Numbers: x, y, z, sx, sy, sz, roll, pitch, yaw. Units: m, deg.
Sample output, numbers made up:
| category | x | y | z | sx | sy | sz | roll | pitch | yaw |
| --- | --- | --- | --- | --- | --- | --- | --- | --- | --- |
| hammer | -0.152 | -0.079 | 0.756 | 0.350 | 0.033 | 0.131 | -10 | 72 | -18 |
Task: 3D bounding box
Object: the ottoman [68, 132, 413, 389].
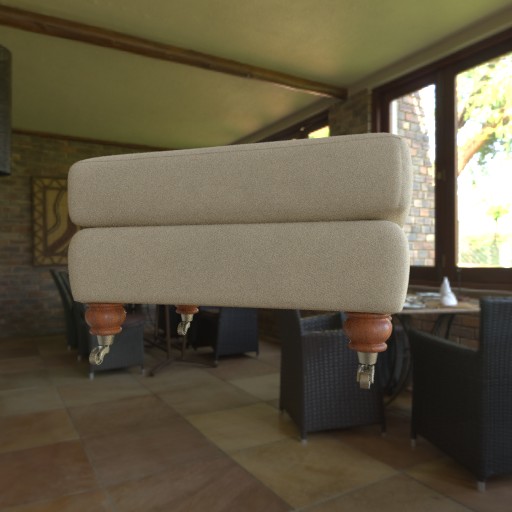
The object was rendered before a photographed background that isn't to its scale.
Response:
| category | x | y | z | sx | sy | sz | roll | pitch | yaw |
| --- | --- | --- | --- | --- | --- | --- | --- | --- | --- |
| ottoman | 0.000 | 0.000 | 1.163 | 0.773 | 0.504 | 0.569 | 0 | 0 | 18 |
